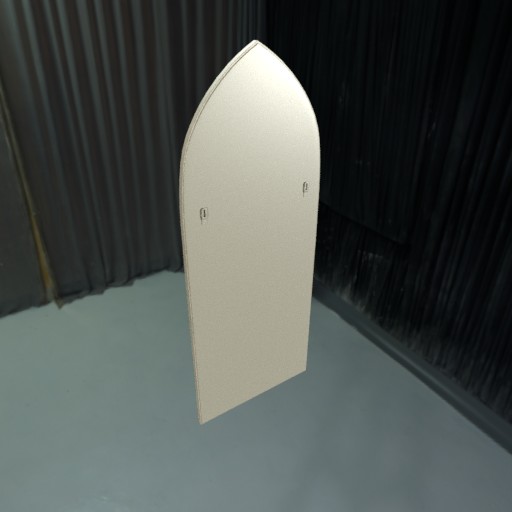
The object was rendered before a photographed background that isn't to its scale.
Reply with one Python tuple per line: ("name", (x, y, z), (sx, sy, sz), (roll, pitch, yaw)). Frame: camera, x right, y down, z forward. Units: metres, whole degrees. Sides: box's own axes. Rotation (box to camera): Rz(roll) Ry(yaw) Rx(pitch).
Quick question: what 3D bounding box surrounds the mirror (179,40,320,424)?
("mirror", (0.000, 0.000, 1.340), (0.464, 1.175, 0.025), (-19, 35, -29))
